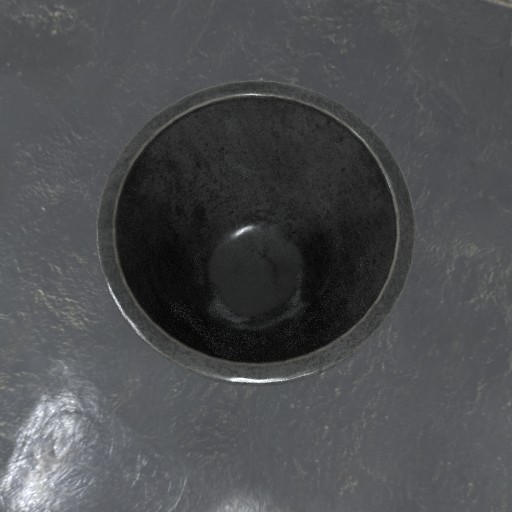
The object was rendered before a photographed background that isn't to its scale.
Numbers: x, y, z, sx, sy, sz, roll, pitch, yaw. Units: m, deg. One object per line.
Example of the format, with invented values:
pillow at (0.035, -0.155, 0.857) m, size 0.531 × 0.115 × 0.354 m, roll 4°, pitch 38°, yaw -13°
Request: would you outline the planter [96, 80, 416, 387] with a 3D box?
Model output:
planter at (0.000, 0.000, 0.252) m, size 0.140 × 0.129 × 0.140 m, roll 0°, pitch 75°, yaw 0°
